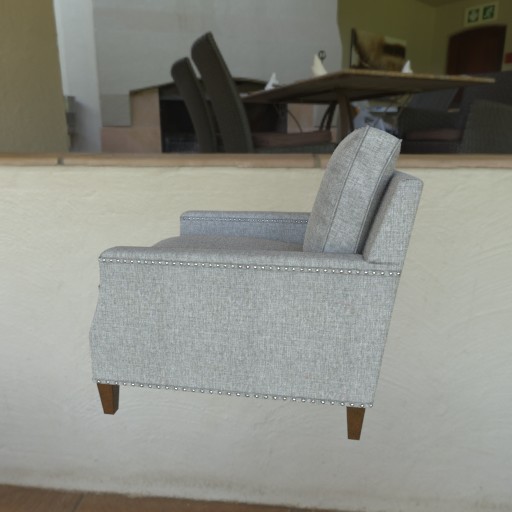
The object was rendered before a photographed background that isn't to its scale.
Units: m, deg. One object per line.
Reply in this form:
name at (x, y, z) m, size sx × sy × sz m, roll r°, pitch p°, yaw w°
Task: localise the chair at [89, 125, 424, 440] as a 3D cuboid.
chair at (0.000, 0.000, 1.696) m, size 1.014 × 0.943 × 0.853 m, roll 2°, pitch 15°, yaw 9°
